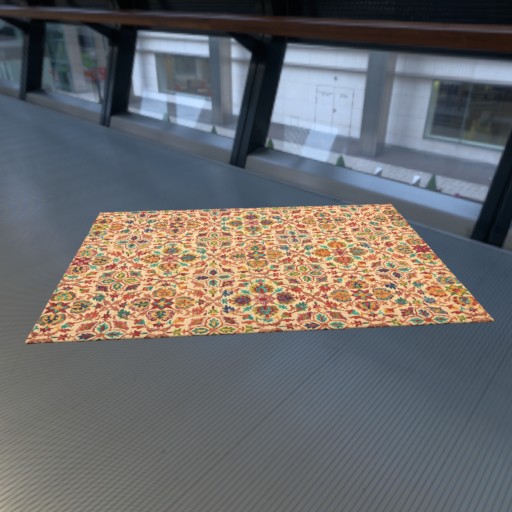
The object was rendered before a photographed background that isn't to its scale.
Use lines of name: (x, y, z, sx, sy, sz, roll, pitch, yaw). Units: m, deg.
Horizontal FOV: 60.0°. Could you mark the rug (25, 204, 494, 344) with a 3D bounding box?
rug: (0.000, 0.000, 2.260, 1.838, 0.013, 1.226, -2, 29, -4)
